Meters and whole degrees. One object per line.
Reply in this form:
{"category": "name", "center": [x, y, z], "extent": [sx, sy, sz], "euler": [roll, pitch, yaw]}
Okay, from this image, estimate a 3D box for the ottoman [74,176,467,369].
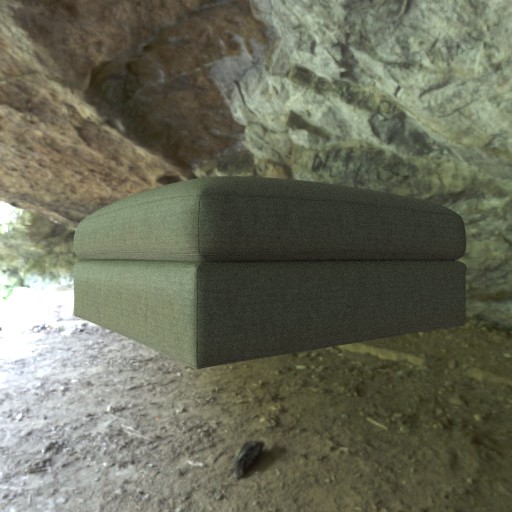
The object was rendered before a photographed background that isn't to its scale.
{"category": "ottoman", "center": [0.000, 0.000, 1.609], "extent": [1.041, 0.470, 1.041], "euler": [0, 0, -35]}
